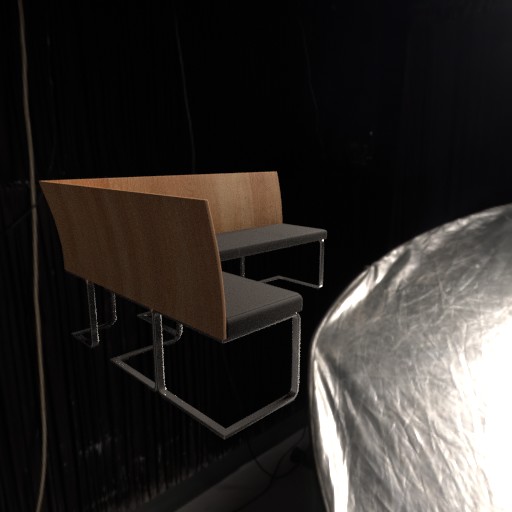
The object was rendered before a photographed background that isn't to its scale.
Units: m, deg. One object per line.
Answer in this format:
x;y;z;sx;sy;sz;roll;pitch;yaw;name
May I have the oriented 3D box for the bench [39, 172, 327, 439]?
0.000;0.000;2.732;1.945;0.930;1.495;-12;18;-43;bench
